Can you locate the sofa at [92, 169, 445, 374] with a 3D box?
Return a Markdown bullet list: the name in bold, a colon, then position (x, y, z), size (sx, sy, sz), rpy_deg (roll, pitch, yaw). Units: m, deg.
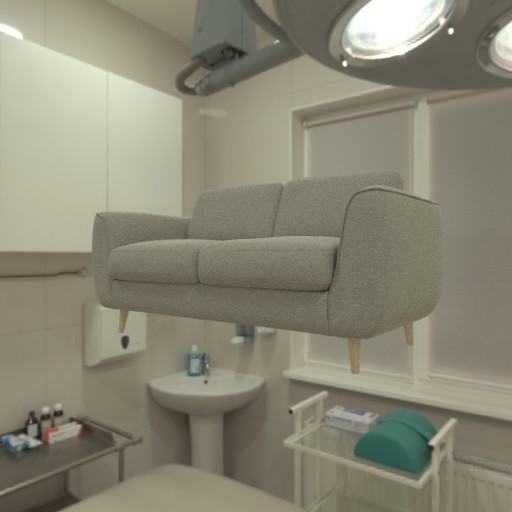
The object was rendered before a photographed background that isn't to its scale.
- **sofa**: position (0.000, 0.000, 2.281), size (1.700, 0.850, 0.920), rpy_deg (0, 0, 37)
